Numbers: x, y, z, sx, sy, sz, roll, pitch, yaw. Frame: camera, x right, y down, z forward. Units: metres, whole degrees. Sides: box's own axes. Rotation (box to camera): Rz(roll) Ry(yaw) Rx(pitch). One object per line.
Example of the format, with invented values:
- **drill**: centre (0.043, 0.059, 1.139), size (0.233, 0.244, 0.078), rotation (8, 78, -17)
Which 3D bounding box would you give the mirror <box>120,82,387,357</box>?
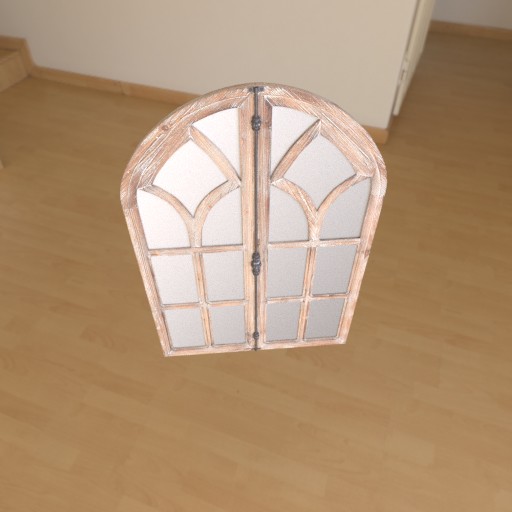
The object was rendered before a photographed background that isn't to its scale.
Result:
- **mirror**: centre (0.000, 0.000, 1.156), size (0.609, 0.915, 0.032), rotation (-3, 46, -3)
